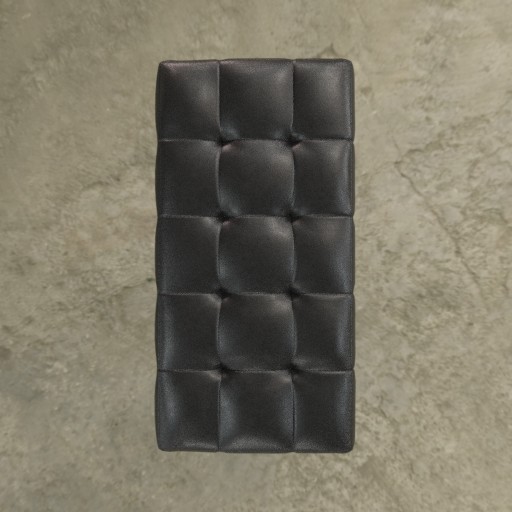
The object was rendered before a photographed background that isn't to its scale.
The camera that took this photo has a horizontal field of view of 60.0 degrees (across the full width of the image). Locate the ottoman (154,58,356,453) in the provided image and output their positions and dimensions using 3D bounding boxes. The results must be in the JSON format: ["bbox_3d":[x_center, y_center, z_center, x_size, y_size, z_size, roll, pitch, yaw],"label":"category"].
[{"bbox_3d":[0.000,0.000,1.136,0.432,0.470,0.838,0,90,1],"label":"ottoman"}]
